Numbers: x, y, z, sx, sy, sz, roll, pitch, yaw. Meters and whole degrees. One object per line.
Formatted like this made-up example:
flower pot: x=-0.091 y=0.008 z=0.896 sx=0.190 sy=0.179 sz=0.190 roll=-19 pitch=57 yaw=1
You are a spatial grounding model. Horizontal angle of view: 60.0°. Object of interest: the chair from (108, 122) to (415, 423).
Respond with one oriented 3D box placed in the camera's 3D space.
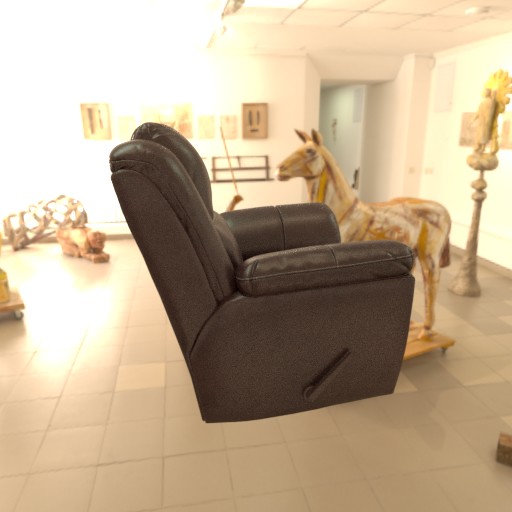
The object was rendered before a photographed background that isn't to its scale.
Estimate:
chair: x=0.000 y=0.000 z=1.895 sx=1.041 sy=1.093 sz=0.990 roll=-3 pitch=17 yaw=-10
